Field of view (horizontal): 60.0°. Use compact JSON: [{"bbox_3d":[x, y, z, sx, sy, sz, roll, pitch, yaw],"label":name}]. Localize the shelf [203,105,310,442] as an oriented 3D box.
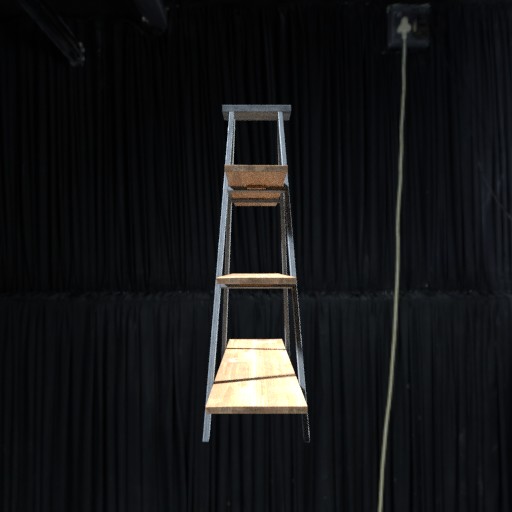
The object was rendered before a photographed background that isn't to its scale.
[{"bbox_3d":[0.000,0.000,2.728,0.508,1.808,1.746,0,-2,0],"label":"shelf"}]
